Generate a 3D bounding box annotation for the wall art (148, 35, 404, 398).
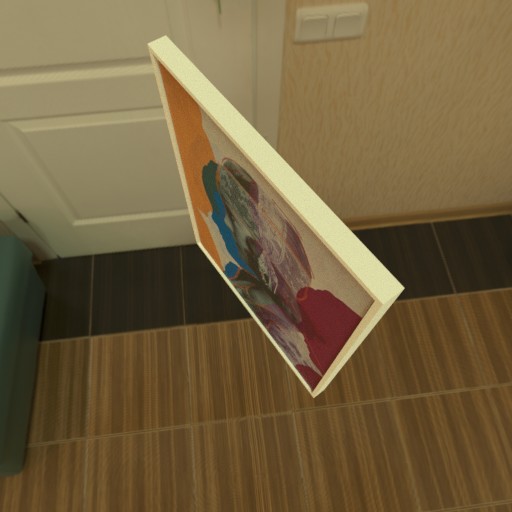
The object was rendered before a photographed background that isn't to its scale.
[{"bbox_3d":[0.000,0.000,0.745,0.030,0.549,0.443,-33,68,-15],"label":"wall art"}]
